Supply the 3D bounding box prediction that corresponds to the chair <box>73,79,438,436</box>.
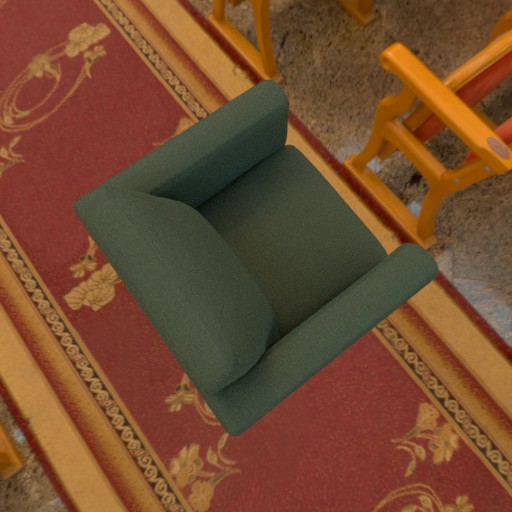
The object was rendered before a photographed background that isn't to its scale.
[{"bbox_3d":[0.000,0.000,1.551,0.800,0.927,0.855,-36,78,-9],"label":"chair"}]
